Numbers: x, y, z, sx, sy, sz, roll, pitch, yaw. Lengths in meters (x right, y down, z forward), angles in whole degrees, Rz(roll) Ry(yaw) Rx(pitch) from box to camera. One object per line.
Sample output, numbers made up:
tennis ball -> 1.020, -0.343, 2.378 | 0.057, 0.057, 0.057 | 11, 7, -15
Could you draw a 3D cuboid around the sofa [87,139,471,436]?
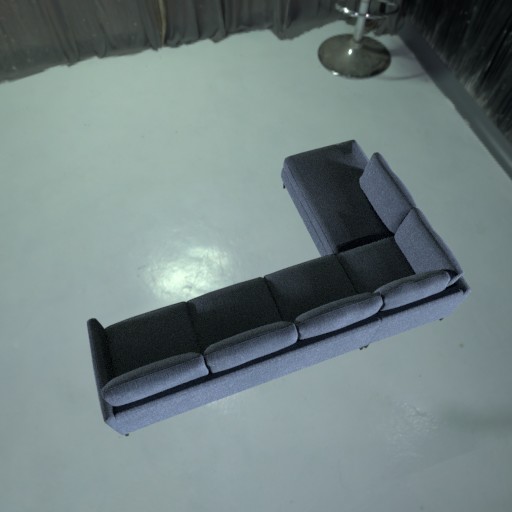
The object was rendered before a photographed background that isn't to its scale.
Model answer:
sofa -> 0.000, 0.000, 3.876 | 2.949, 0.815, 2.007 | -17, 60, -10
